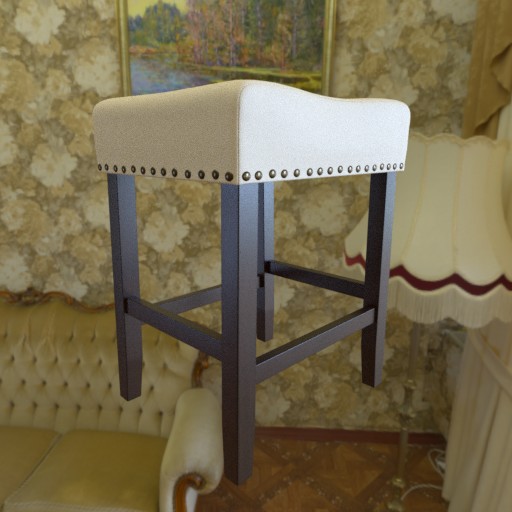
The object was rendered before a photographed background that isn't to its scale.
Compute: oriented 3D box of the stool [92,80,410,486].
[{"bbox_3d":[0.000,0.000,0.908,0.401,0.609,0.471,13,19,43],"label":"stool"}]
